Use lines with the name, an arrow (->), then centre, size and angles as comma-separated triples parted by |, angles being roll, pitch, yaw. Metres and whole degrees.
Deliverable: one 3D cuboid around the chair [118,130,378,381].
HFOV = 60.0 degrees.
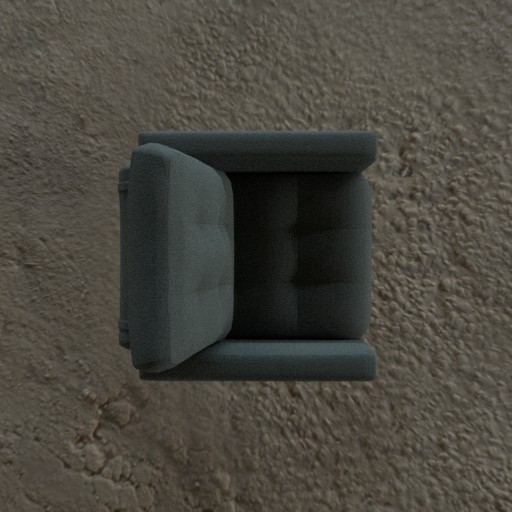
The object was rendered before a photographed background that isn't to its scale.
chair -> 0.000, 0.000, 1.567 | 0.843, 0.880, 0.821 | 0, 91, 0
